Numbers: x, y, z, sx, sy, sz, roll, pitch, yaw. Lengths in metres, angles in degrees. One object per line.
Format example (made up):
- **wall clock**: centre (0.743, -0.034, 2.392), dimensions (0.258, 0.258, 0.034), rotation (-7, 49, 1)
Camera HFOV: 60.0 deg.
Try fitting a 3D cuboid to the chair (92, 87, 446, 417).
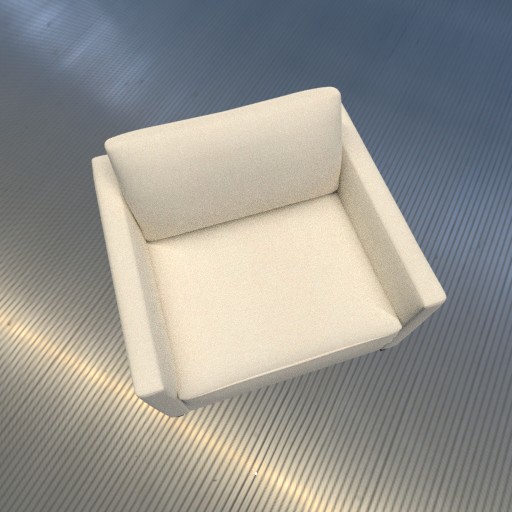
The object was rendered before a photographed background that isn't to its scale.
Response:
- **chair**: centre (0.000, 0.000, 1.610), dimensions (0.964, 0.806, 0.875), rotation (-16, 65, -8)
